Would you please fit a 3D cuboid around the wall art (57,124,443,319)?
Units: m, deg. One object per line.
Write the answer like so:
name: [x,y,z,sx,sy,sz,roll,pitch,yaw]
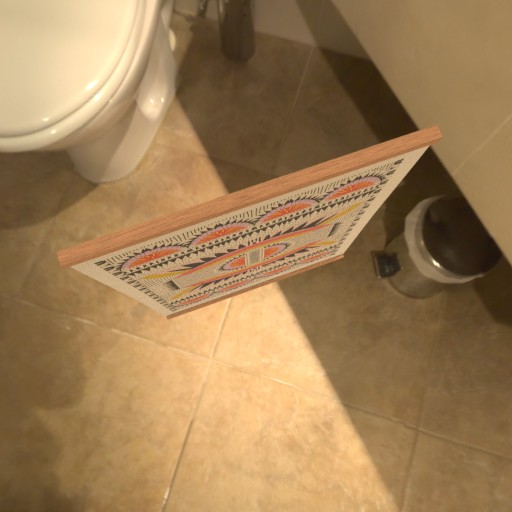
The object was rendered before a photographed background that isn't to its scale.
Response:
wall art: [0.000,0.000,1.325,0.765,1.016,0.028,-19,77,-5]
